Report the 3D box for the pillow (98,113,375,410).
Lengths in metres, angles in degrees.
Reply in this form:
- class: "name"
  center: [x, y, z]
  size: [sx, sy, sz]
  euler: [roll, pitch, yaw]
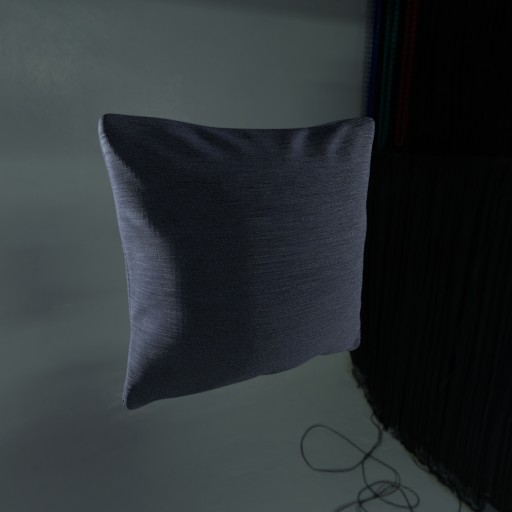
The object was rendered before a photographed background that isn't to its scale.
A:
- class: "pillow"
  center: [0.000, 0.000, 0.682]
  size: [0.432, 0.414, 0.246]
  euler: [-8, 18, -26]
